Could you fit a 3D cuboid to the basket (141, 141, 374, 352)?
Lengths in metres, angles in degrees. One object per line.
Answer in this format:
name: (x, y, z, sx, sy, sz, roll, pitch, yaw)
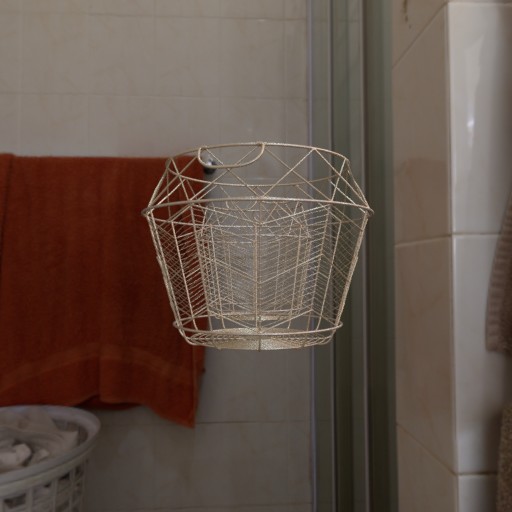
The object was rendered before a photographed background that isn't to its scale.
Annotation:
basket: (0.000, 0.000, 1.062, 0.451, 0.343, 0.805, 0, -2, -1)
